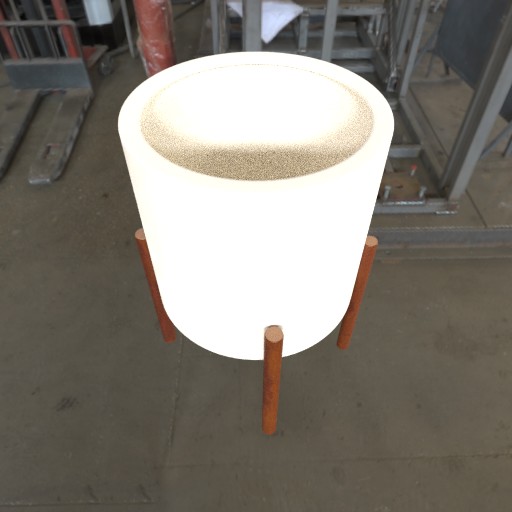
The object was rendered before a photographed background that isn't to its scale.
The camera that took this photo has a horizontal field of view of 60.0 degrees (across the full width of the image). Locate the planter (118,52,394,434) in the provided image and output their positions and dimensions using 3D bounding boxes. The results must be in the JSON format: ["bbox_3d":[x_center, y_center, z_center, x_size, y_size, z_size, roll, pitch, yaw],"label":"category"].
[{"bbox_3d":[0.000,0.000,0.929,0.417,0.670,0.417,35,56,28],"label":"planter"}]
